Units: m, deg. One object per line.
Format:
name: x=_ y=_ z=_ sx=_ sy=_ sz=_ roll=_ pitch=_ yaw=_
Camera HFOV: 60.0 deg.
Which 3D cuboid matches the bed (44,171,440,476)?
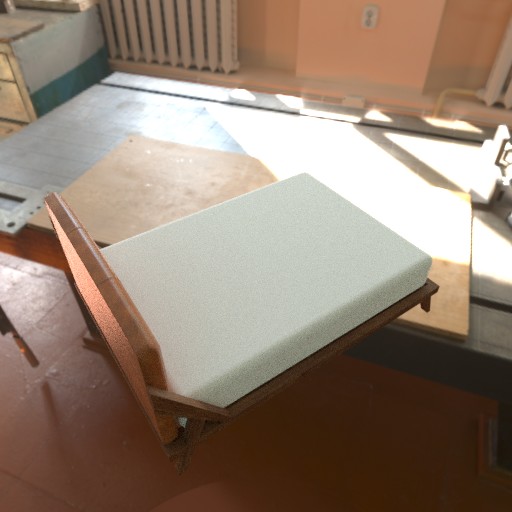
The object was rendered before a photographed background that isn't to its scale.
bed: x=0.000 y=0.000 z=3.244 sx=2.311 sy=1.168 sz=1.651 roll=-25 pitch=47 yaw=-25
